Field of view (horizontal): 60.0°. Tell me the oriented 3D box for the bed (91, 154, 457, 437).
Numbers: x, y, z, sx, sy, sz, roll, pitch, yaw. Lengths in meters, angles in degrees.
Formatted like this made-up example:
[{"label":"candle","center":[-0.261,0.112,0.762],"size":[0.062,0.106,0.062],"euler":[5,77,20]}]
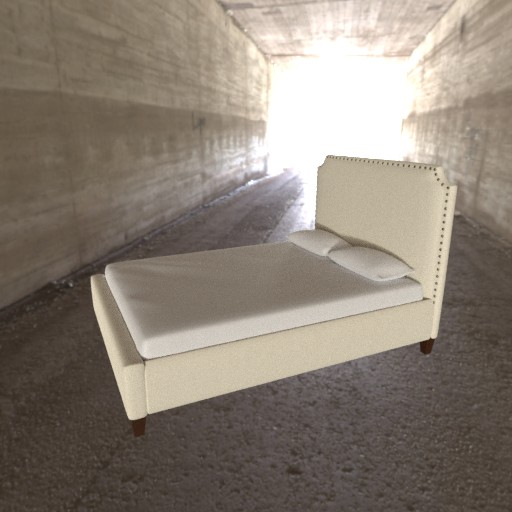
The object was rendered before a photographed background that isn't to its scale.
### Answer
[{"label":"bed","center":[0.000,0.000,3.508],"size":[2.372,1.443,1.712],"euler":[-8,18,-24]}]
